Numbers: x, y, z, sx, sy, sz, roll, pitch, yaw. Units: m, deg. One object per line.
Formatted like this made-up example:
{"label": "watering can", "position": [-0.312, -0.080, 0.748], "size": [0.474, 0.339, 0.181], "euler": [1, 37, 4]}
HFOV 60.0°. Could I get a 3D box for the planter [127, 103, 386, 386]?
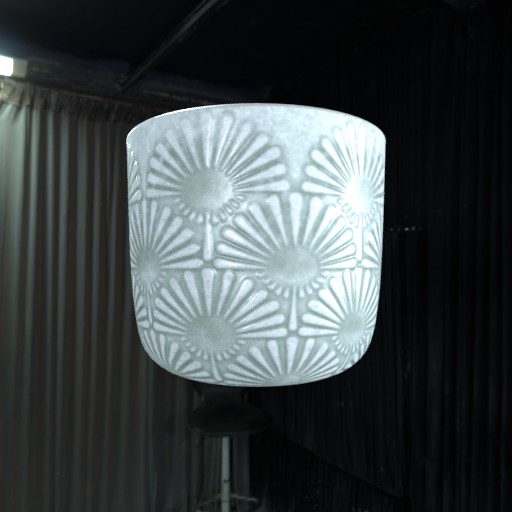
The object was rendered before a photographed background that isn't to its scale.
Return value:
{"label": "planter", "position": [0.000, 0.000, 0.220], "size": [0.124, 0.109, 0.124], "euler": [0, -1, 0]}
